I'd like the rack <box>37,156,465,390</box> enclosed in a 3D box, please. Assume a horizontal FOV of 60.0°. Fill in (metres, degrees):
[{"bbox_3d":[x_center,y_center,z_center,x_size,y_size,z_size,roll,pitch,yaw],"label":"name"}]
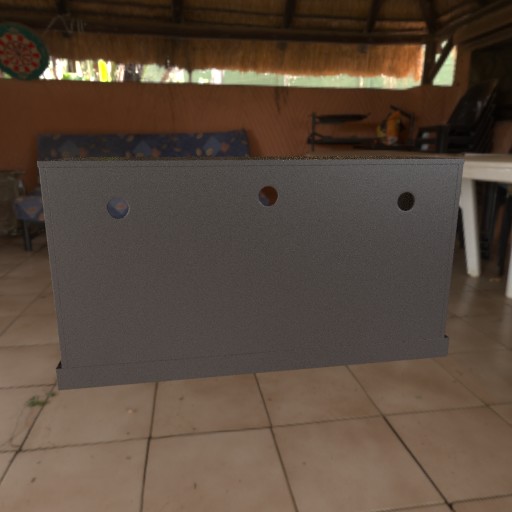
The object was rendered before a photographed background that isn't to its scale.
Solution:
[{"bbox_3d":[0.000,0.000,1.469,1.206,0.635,0.399,-2,14,-10],"label":"rack"}]
